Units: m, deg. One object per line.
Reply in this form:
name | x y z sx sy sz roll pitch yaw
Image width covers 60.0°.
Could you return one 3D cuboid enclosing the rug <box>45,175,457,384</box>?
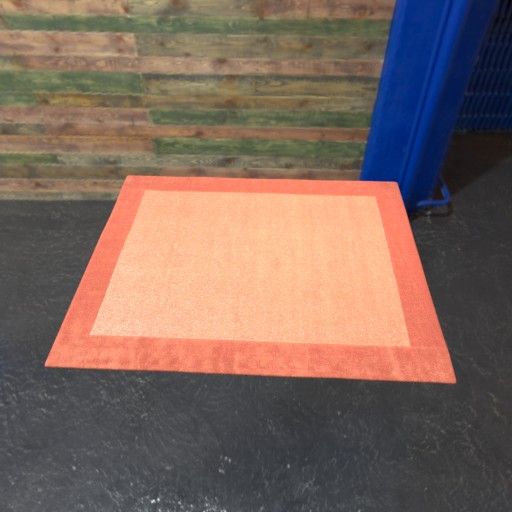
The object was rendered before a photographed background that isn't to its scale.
rug | 0.000 0.000 4.023 2.976 0.018 2.430 2 45 2
